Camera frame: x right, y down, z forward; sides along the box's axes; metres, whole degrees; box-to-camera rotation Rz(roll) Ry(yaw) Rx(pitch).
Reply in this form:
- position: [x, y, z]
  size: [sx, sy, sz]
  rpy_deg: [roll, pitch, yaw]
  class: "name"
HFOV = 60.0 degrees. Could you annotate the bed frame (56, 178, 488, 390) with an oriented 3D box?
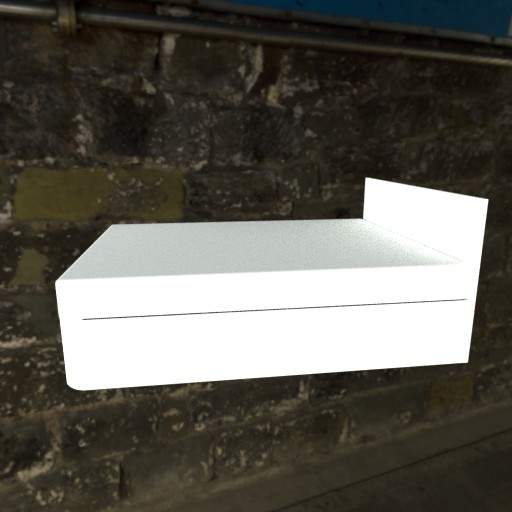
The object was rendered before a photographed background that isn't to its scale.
- position: [0.000, 0.000, 2.622]
  size: [1.900, 0.800, 1.400]
  rpy_deg: [-2, 14, -8]
  class: "bed frame"
